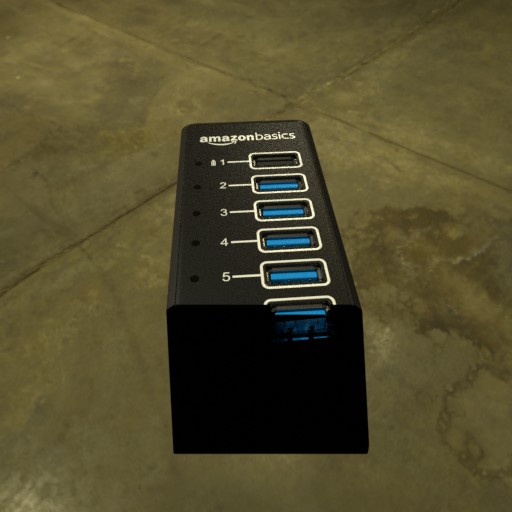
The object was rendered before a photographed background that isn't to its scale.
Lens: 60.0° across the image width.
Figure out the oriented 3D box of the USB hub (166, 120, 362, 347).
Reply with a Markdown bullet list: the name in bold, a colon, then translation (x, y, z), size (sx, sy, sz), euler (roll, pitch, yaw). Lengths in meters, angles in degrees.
- **USB hub**: translation (0.000, 0.000, 0.126), size (0.044, 0.023, 0.110), euler (-3, 47, -3)
